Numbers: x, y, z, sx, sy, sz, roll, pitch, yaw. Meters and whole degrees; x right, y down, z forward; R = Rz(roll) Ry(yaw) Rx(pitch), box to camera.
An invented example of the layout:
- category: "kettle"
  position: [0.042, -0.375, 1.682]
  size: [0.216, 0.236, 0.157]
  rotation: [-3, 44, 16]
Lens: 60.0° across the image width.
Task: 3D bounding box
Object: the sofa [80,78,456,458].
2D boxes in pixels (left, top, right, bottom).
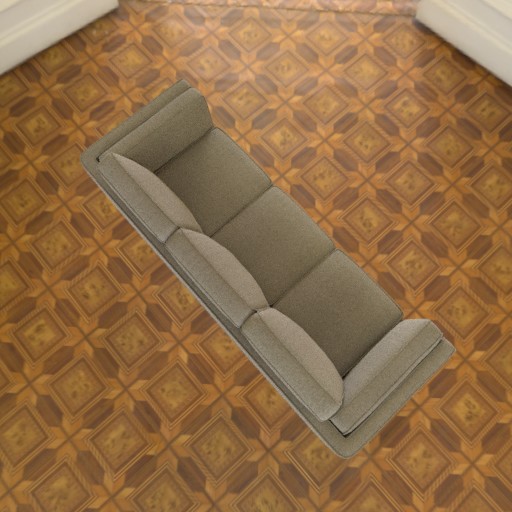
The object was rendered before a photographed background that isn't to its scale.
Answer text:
- category: "sofa"
  position: [0.000, 0.000, 2.792]
  size: [0.903, 0.899, 2.362]
  rotation: [-41, 78, -11]
